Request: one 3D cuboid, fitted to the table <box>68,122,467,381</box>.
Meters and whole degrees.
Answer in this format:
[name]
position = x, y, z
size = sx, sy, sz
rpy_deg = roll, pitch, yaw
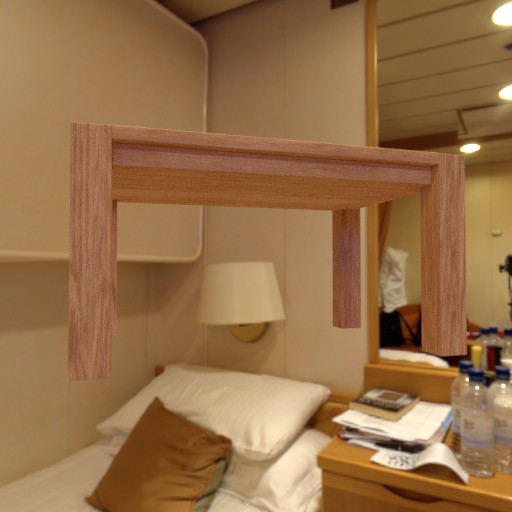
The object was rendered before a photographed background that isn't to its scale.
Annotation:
[table]
position = 0.000, 0.000, 1.920
size = 1.400, 0.760, 0.900
rpy_deg = 0, -2, -16
